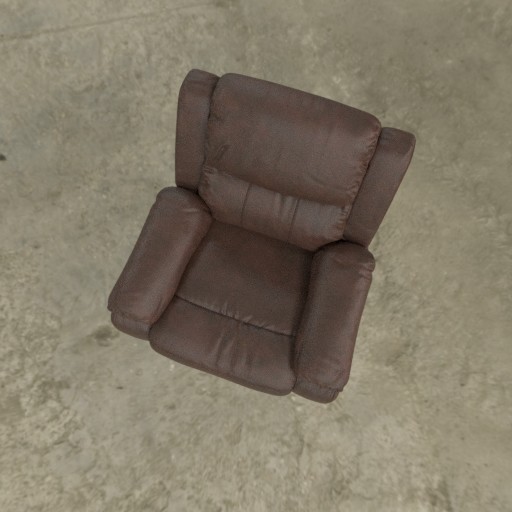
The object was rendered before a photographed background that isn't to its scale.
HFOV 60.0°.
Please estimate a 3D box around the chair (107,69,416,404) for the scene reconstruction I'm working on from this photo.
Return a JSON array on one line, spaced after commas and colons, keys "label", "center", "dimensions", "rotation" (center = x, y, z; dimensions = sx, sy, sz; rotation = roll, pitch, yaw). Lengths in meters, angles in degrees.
[{"label": "chair", "center": [0.000, 0.000, 1.270], "dimensions": [0.680, 0.702, 0.707], "rotation": [18, 76, 5]}]
